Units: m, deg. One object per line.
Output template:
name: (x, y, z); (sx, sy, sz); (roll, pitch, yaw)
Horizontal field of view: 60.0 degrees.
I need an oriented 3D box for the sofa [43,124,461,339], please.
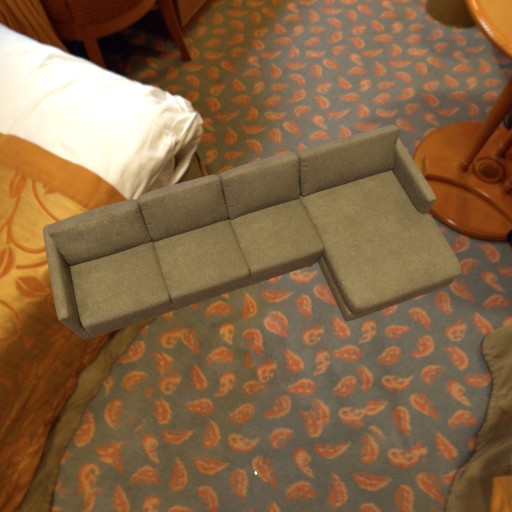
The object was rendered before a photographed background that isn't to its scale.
sofa: (0.000, 0.000, 4.061); (3.471, 0.950, 1.604); (-18, 65, -9)
